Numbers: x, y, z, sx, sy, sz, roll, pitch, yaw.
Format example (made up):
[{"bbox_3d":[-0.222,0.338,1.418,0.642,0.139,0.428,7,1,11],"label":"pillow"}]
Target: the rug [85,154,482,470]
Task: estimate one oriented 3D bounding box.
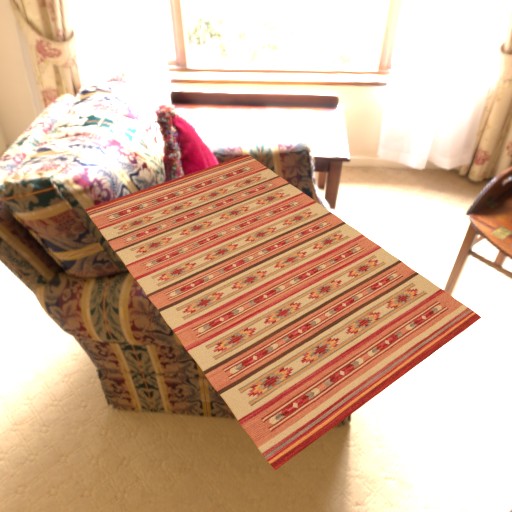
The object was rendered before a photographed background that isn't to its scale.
[{"bbox_3d":[0.000,0.000,3.018,1.535,0.010,2.431,-25,47,-26],"label":"rug"}]
